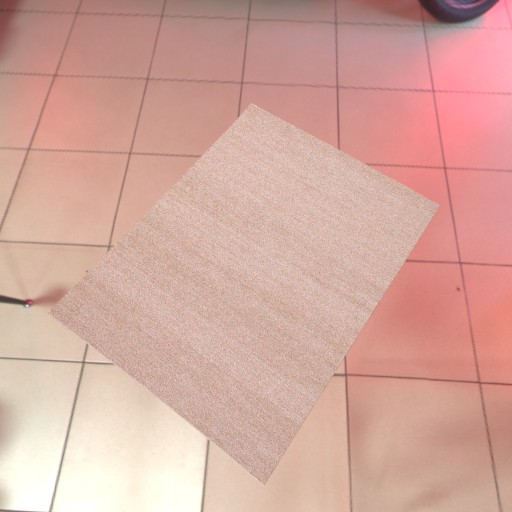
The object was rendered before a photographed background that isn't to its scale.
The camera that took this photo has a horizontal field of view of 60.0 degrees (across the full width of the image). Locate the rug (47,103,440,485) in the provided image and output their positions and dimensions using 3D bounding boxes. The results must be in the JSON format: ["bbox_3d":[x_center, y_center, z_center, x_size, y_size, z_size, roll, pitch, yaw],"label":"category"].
[{"bbox_3d":[0.000,0.000,4.332,2.434,0.045,3.202,33,68,15],"label":"rug"}]
